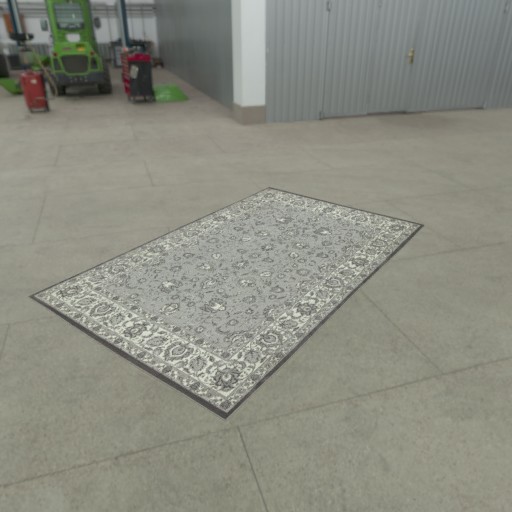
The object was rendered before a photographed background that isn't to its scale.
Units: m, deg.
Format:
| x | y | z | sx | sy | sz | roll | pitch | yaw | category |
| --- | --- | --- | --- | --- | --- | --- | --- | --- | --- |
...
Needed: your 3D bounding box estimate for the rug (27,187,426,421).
| x | y | z | sx | sy | sz | roll | pitch | yaw | category |
| --- | --- | --- | --- | --- | --- | --- | --- | --- | --- |
| 0.000 | 0.000 | 3.034 | 1.524 | 0.011 | 2.438 | 19 | 33 | 32 | rug |
